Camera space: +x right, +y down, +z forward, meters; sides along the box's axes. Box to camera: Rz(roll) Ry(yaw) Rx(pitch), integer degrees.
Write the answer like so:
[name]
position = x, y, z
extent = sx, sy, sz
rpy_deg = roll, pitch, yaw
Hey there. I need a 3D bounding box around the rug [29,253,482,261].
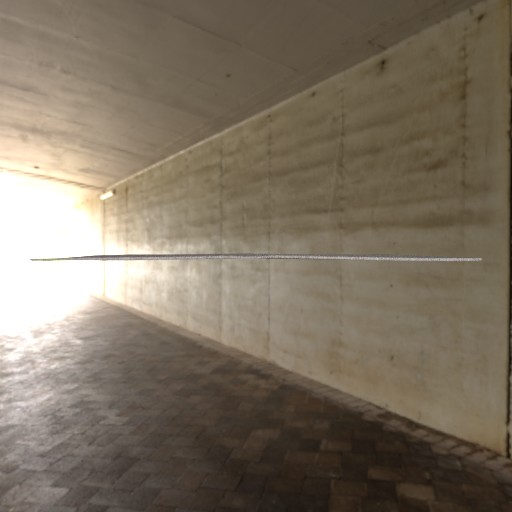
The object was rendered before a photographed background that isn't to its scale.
[rug]
position = 0.000, 0.000, 5.091
extent = 3.778, 0.053, 2.873
rpy_deg = 0, 1, 1
